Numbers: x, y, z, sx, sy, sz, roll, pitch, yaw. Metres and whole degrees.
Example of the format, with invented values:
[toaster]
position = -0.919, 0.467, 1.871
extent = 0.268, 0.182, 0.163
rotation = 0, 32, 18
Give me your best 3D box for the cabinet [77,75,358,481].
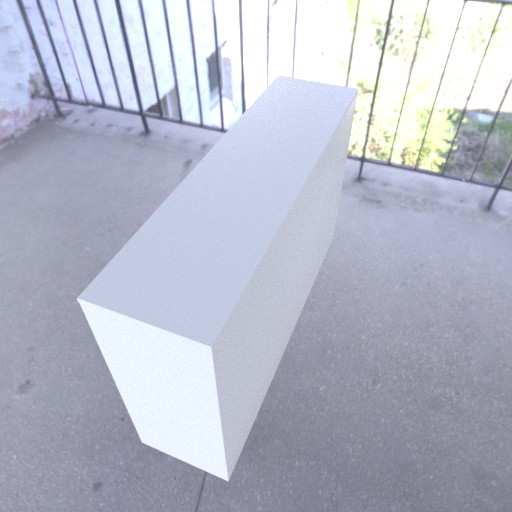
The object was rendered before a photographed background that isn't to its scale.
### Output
[cabinet]
position = 0.000, 0.000, 1.858
extent = 0.380, 0.900, 1.450
rotation = 16, 47, 16
